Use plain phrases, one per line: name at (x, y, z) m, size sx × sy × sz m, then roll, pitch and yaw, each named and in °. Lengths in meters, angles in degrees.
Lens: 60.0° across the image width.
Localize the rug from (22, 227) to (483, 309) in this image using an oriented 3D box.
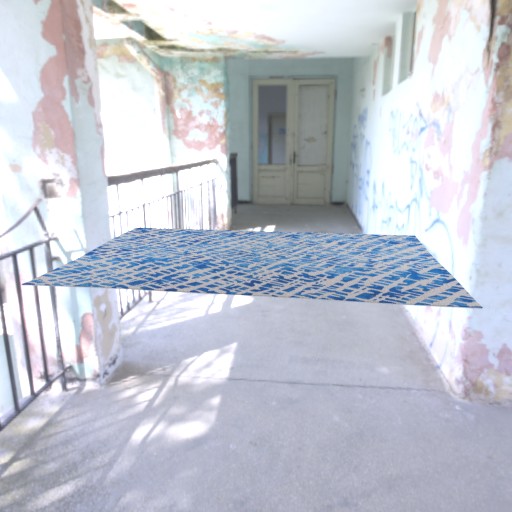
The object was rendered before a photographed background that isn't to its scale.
rug at (0.000, 0.000, 2.303) m, size 1.830 × 0.011 × 1.209 m, roll 2°, pitch 15°, yaw 8°
